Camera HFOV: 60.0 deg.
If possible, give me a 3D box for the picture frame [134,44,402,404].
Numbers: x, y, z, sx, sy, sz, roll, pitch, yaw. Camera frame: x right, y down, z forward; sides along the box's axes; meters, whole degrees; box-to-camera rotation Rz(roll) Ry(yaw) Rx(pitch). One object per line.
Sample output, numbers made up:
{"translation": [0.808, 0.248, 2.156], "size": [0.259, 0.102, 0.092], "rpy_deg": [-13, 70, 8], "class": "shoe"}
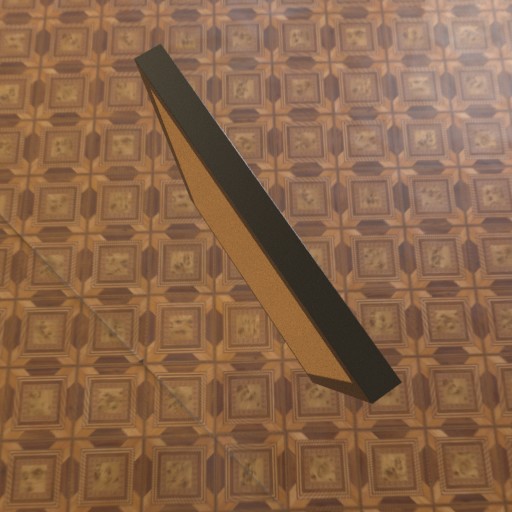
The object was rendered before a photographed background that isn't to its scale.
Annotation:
{"translation": [0.000, 0.000, 0.537], "size": [0.029, 0.353, 0.355], "rpy_deg": [-33, 79, -7], "class": "picture frame"}
